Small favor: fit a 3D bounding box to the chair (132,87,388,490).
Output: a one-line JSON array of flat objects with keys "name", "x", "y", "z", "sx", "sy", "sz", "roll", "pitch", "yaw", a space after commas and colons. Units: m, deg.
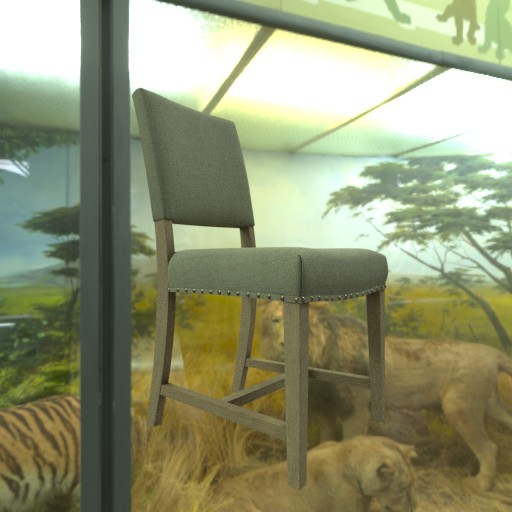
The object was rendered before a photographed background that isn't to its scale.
[{"name": "chair", "x": 0.000, "y": 0.000, "z": 1.311, "sx": 0.622, "sy": 0.986, "sz": 0.508, "roll": 0, "pitch": 0, "yaw": 37}]
